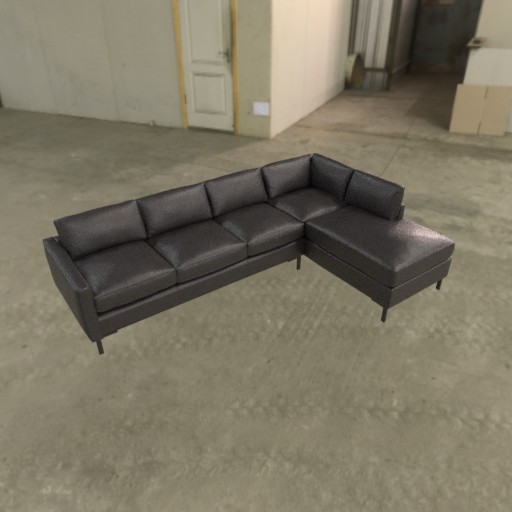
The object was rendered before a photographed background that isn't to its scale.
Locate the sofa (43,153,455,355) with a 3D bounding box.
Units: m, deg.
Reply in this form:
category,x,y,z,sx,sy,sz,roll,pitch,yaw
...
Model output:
category,x,y,z,sx,sy,sz,roll,pitch,yaw
sofa,0.000,0.000,3.835,2.984,0.877,1.938,-21,37,-30
